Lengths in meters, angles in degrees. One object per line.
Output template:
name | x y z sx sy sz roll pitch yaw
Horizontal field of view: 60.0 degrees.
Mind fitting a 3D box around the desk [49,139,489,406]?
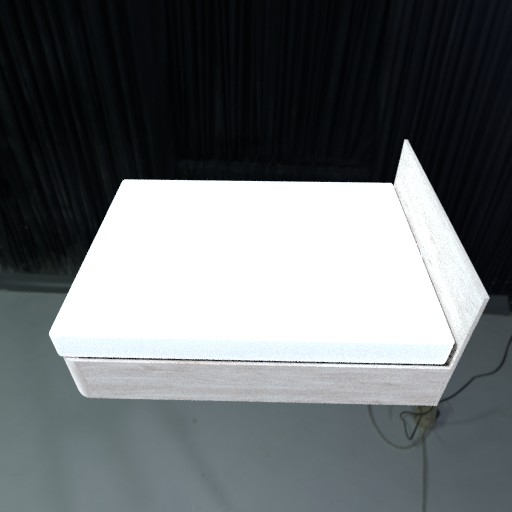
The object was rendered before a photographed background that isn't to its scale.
desk | 0.000 0.000 2.578 1.900 0.800 1.400 1 41 1
